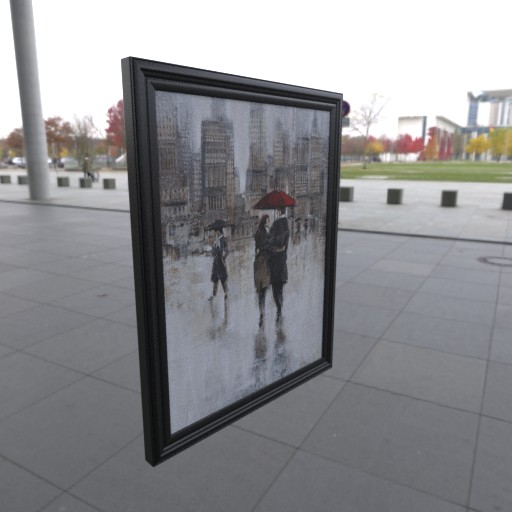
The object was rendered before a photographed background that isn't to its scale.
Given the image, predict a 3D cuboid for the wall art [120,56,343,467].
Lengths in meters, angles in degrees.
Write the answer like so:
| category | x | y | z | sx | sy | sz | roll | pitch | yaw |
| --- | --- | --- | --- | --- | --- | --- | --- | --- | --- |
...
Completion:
| category | x | y | z | sx | sy | sz | roll | pitch | yaw |
| --- | --- | --- | --- | --- | --- | --- | --- | --- | --- |
| wall art | 0.000 | 0.000 | 1.593 | 0.053 | 1.194 | 0.950 | 12 | 17 | 44 |
